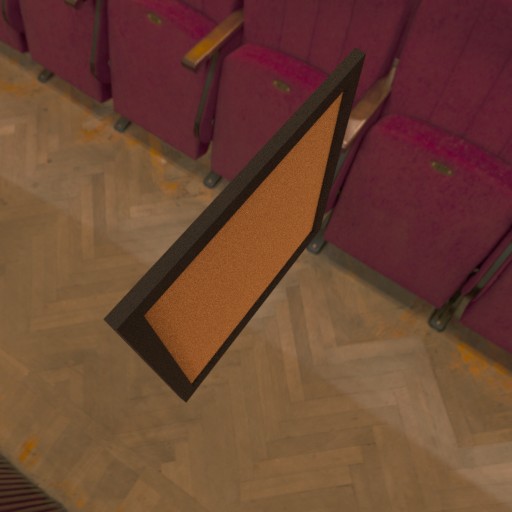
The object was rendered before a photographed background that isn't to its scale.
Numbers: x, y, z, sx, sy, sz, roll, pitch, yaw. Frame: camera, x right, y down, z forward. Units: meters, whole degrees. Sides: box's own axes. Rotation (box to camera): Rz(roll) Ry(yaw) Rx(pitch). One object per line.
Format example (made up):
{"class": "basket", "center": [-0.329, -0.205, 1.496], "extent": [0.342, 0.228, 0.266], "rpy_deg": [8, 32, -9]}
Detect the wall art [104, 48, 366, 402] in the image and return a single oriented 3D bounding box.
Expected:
{"class": "wall art", "center": [0.000, 0.000, 1.549], "extent": [0.038, 1.016, 1.016], "rpy_deg": [33, 68, 15]}
